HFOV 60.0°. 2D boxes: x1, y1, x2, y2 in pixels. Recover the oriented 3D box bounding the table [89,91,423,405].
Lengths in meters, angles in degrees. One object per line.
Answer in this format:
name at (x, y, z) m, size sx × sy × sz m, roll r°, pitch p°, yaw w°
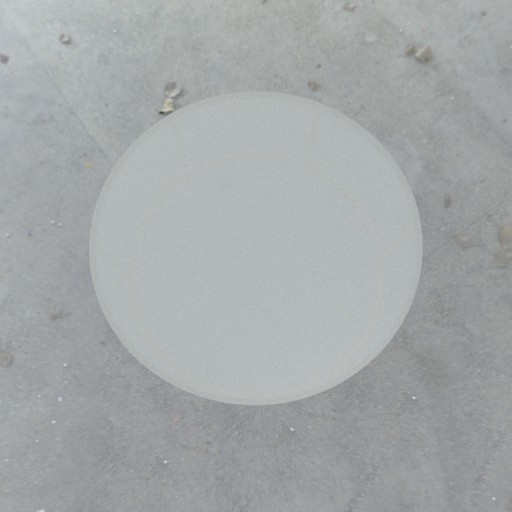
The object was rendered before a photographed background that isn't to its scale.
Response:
table at (0.000, 0.000, 1.442) m, size 0.914 × 0.470 × 0.914 m, roll 0°, pitch 73°, yaw 0°
